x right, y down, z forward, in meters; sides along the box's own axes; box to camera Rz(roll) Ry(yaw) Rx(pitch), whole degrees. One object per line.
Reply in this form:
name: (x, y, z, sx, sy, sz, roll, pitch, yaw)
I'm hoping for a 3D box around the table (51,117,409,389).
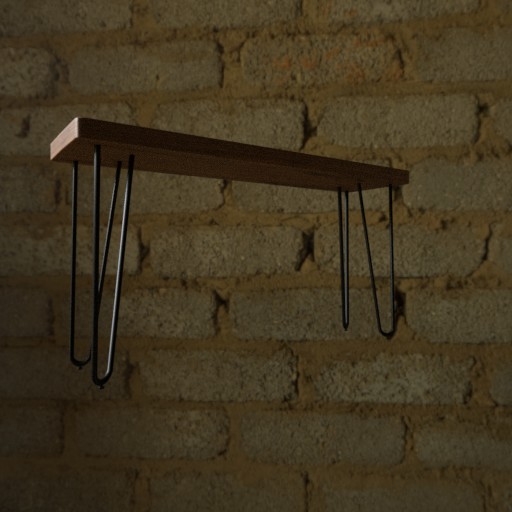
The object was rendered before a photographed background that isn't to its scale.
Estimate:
table: (0.000, 0.000, 1.919, 1.570, 0.834, 0.425, 0, 1, -35)
